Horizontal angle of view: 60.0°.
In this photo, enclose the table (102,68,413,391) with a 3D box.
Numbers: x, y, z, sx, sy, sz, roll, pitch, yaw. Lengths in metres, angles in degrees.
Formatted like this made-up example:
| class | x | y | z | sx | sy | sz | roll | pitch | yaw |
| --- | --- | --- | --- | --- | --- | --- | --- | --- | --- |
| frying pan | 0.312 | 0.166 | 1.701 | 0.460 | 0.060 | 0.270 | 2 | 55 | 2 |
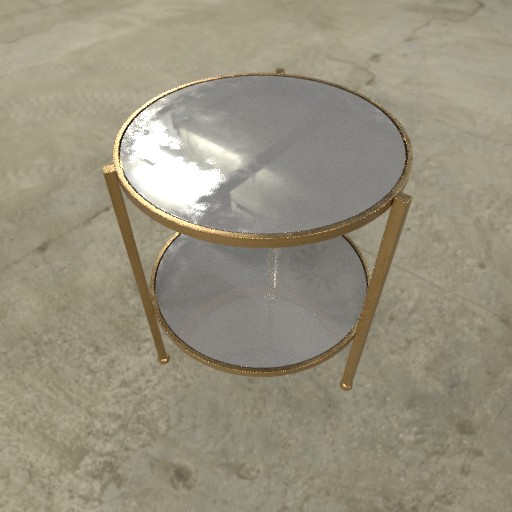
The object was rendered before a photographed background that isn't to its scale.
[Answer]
| class | x | y | z | sx | sy | sz | roll | pitch | yaw |
| --- | --- | --- | --- | --- | --- | --- | --- | --- | --- |
| table | 0.000 | 0.000 | 0.446 | 0.243 | 0.269 | 0.231 | -16 | 48 | -14 |
